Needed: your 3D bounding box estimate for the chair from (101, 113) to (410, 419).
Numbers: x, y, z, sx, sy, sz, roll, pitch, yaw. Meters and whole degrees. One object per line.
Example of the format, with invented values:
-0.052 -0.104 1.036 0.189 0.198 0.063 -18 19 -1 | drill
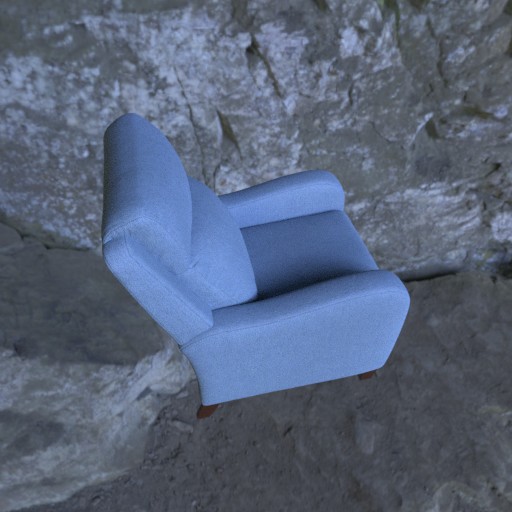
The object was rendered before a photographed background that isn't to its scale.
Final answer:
0.000 0.000 1.774 0.988 1.067 0.785 -9 45 -9 | chair
